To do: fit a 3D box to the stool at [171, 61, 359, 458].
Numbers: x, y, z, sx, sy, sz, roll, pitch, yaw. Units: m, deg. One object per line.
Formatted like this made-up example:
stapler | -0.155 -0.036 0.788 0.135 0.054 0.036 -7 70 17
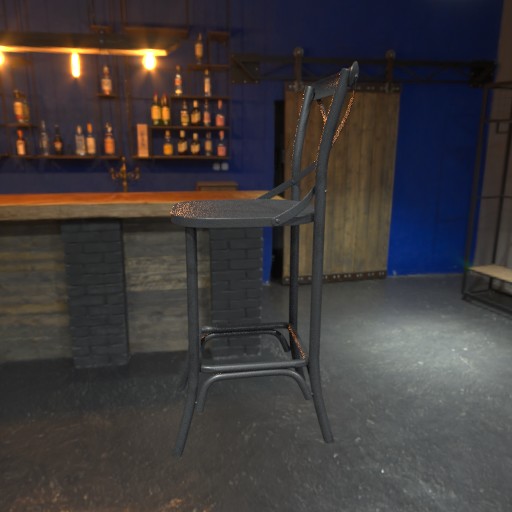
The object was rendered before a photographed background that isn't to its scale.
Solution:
stool | 0.000 0.000 1.471 0.584 1.168 0.457 -2 14 -7
